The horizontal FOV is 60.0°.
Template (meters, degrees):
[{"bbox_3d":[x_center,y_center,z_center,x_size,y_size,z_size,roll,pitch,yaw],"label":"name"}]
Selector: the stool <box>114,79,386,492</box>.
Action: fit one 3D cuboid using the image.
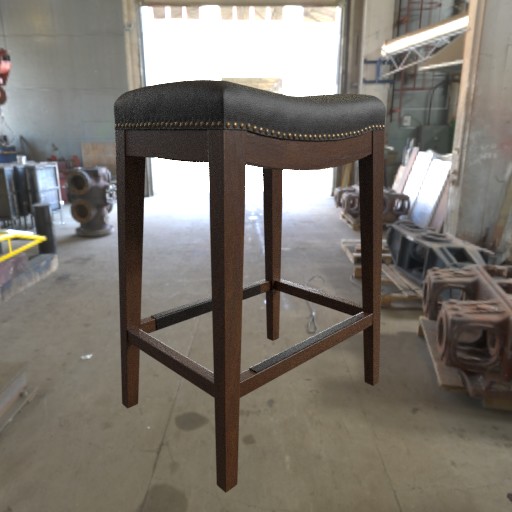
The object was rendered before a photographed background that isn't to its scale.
[{"bbox_3d":[0.000,0.000,0.941,0.490,0.664,0.353,-15,22,-42],"label":"stool"}]
